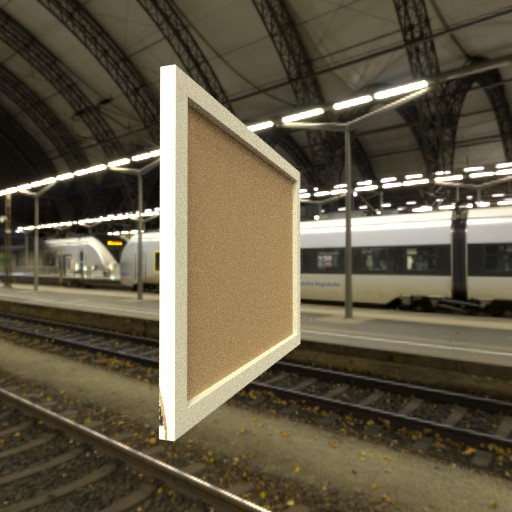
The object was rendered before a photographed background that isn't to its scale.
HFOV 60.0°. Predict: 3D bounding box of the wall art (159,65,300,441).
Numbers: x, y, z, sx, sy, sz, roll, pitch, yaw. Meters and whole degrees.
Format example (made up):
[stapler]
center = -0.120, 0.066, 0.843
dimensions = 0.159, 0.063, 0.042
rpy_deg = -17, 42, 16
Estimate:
[wall art]
center = 0.000, 0.000, 1.449
dimensions = 0.038, 0.767, 1.144
rpy_deg = 0, -1, 19
